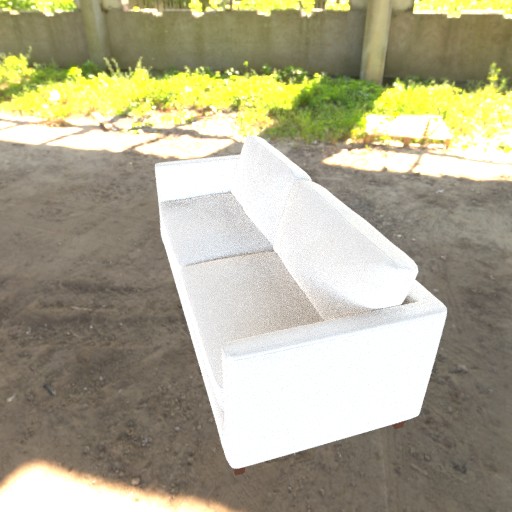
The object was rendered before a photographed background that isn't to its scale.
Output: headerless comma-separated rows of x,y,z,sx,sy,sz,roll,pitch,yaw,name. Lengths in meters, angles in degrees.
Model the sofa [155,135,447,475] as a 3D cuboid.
0.000,0.000,2.592,0.924,0.933,2.139,-9,32,-15,sofa
